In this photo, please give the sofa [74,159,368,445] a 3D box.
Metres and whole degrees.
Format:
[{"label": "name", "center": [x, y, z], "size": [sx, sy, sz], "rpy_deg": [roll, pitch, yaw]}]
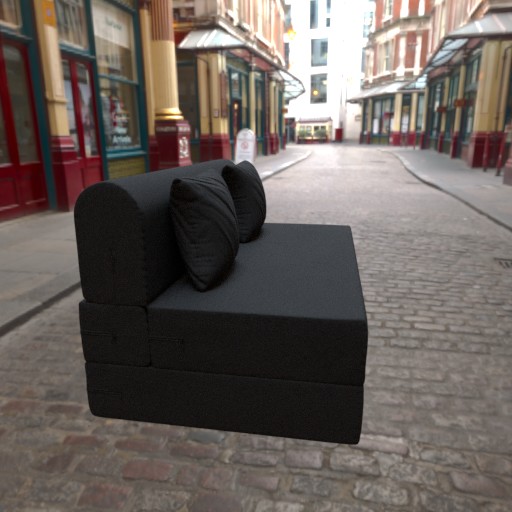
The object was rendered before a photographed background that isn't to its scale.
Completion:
[{"label": "sofa", "center": [0.000, 0.000, 1.697], "size": [0.762, 0.670, 1.225], "rpy_deg": [3, 15, 9]}]
